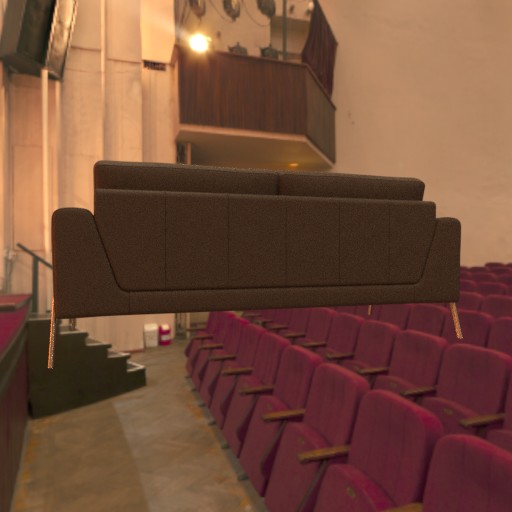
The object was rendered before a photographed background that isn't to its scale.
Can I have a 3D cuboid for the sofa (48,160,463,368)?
[{"bbox_3d":[0.000,0.000,2.499,2.017,0.875,0.953,0,1,-17],"label":"sofa"}]
